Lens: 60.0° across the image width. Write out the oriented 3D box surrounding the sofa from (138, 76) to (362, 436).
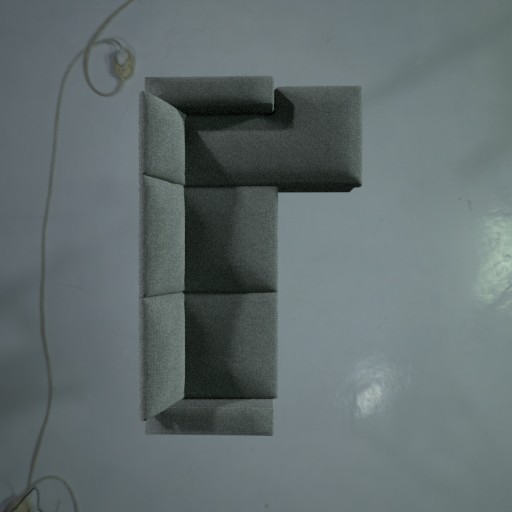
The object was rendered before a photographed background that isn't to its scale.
[{"bbox_3d":[0.000,0.000,3.462,1.689,0.940,2.718,0,90,1],"label":"sofa"}]
